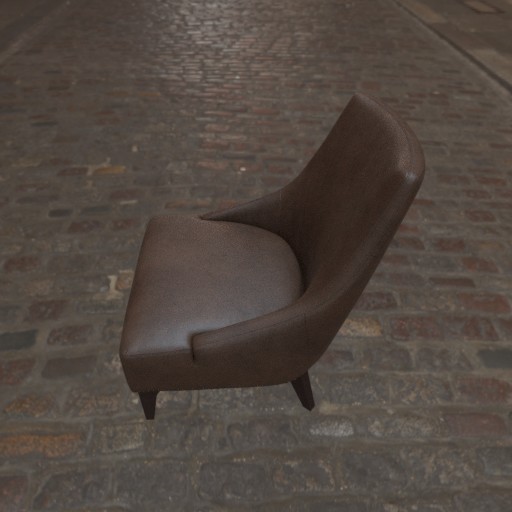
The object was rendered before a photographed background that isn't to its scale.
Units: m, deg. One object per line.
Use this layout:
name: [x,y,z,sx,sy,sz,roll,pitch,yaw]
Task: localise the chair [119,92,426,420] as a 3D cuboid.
chair: [0.000,0.000,1.490,0.861,0.909,0.701,-2,41,-2]
